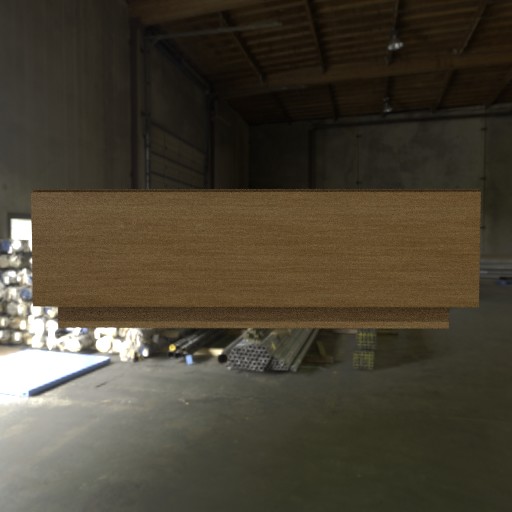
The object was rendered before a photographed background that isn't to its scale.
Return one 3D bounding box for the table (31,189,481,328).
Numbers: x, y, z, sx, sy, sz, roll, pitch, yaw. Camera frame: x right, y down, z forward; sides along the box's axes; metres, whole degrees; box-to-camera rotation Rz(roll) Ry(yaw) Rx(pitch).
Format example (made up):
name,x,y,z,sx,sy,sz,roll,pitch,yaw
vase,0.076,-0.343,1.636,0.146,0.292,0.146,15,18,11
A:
name,x,y,z,sx,sy,sz,roll,pitch,yaw
table,0.000,0.000,1.438,1.110,0.353,0.678,0,2,0
